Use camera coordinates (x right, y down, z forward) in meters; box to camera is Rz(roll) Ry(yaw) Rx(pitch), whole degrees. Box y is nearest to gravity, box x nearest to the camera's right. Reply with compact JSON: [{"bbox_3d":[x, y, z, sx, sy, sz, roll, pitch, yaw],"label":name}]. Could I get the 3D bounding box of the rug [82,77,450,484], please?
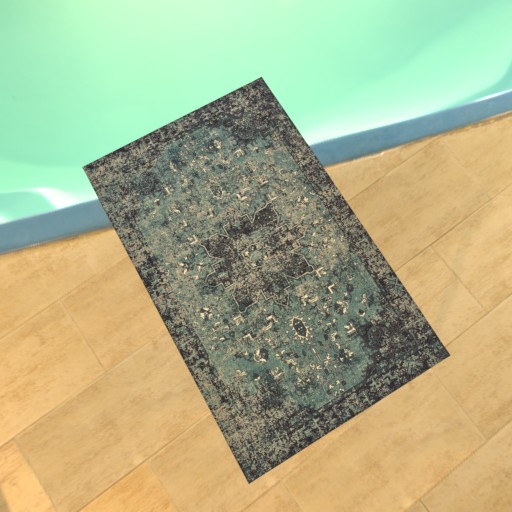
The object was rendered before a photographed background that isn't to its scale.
[{"bbox_3d":[0.000,0.000,3.065,1.525,0.007,2.440,-29,77,-7],"label":"rug"}]
